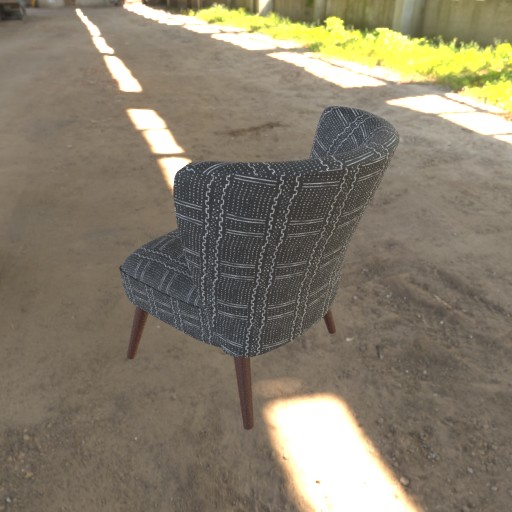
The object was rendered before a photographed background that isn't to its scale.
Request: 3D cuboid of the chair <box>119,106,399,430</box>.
[{"bbox_3d":[0.000,0.000,1.418,0.758,0.866,0.710,21,37,30],"label":"chair"}]
